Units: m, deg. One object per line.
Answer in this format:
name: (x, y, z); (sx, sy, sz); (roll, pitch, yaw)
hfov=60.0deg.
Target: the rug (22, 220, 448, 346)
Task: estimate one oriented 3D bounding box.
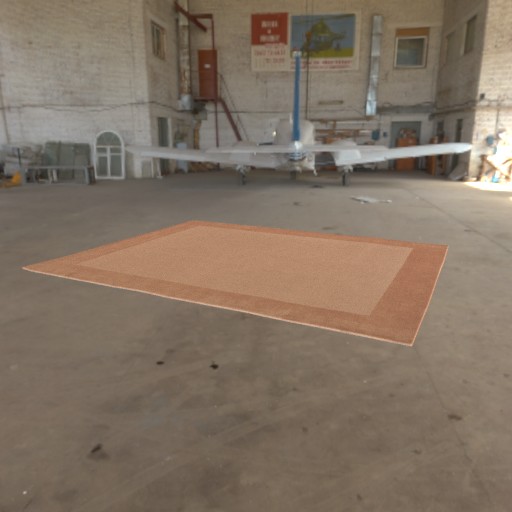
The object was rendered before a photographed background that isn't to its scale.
rug: (0.000, 0.000, 4.002); (3.057, 0.021, 2.431); (8, 17, 26)
